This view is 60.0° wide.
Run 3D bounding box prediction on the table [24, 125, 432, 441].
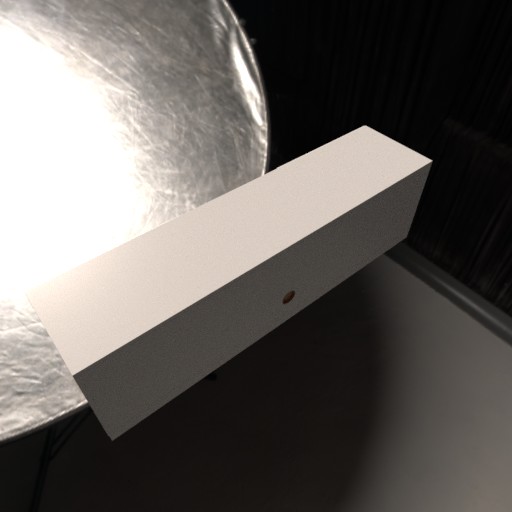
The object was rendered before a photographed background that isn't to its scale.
[{"bbox_3d":[0.000,0.000,1.754,1.550,0.440,0.400,-30,53,-26],"label":"table"}]
